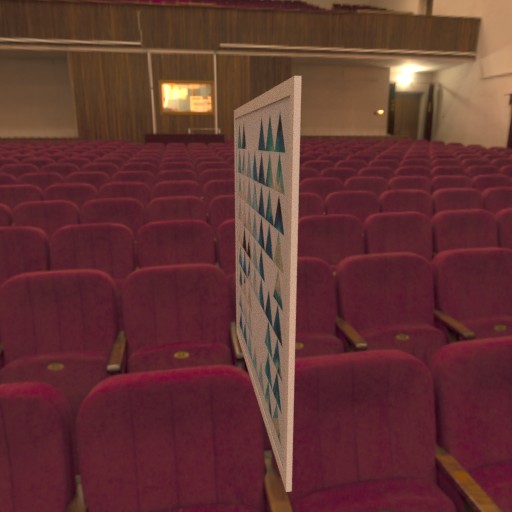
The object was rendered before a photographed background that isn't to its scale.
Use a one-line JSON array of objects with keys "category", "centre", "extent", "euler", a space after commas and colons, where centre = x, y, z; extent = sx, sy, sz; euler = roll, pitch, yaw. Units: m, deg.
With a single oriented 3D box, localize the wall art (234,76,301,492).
[{"category": "wall art", "centre": [0.000, 0.000, 1.209], "extent": [0.012, 0.809, 0.809], "euler": [-2, 15, -9]}]
